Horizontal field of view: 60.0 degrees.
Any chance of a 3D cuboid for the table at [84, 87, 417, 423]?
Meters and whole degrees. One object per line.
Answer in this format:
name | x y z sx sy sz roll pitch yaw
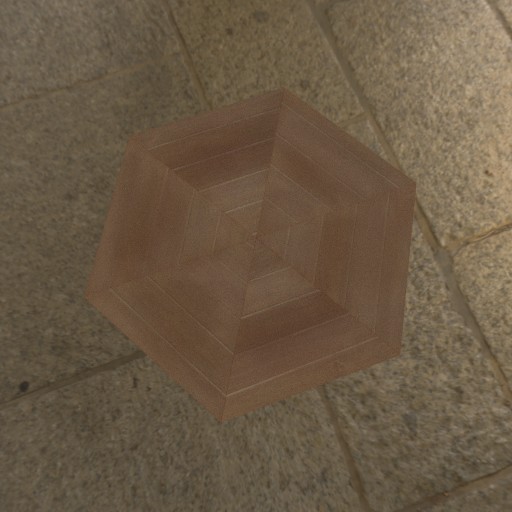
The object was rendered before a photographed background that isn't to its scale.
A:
table | 0.000 0.000 1.668 1.154 0.456 1.000 39 79 10
